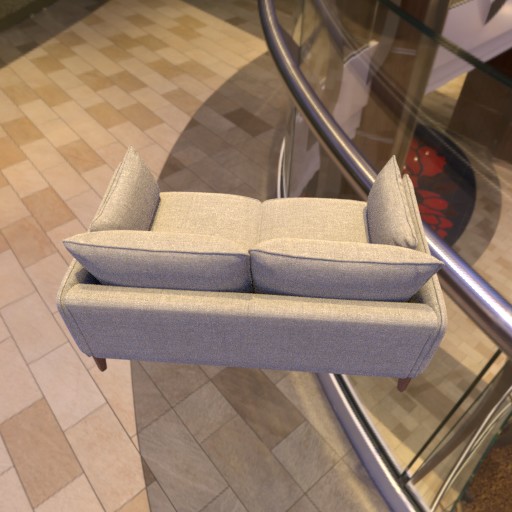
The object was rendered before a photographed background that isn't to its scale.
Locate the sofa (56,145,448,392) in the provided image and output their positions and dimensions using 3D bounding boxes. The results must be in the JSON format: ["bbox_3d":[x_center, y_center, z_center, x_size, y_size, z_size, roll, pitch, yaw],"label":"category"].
[{"bbox_3d":[0.000,0.000,2.138,1.580,0.851,0.972,3,47,3],"label":"sofa"}]
